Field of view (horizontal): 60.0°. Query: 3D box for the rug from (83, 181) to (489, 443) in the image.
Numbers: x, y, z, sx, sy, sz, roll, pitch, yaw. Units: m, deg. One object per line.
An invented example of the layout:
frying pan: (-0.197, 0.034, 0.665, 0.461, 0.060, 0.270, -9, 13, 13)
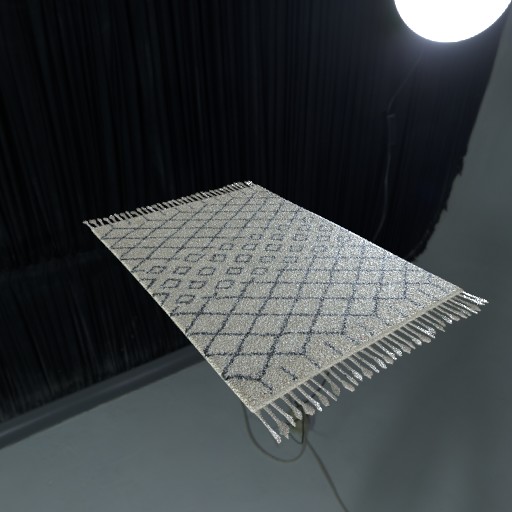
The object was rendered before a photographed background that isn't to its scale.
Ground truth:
rug: (0.000, 0.000, 3.172, 1.664, 0.029, 2.615, -20, 36, -30)
